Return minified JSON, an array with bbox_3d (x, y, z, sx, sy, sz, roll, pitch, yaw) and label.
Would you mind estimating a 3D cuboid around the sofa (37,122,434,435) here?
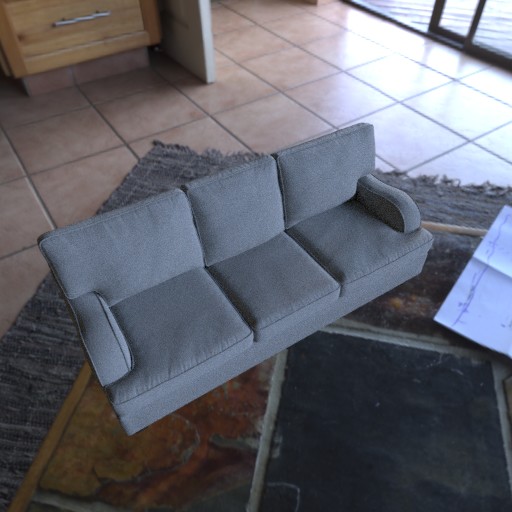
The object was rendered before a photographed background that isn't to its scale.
[{"bbox_3d":[0.000,0.000,2.874,2.323,0.997,1.016,-24,51,-22],"label":"sofa"}]
